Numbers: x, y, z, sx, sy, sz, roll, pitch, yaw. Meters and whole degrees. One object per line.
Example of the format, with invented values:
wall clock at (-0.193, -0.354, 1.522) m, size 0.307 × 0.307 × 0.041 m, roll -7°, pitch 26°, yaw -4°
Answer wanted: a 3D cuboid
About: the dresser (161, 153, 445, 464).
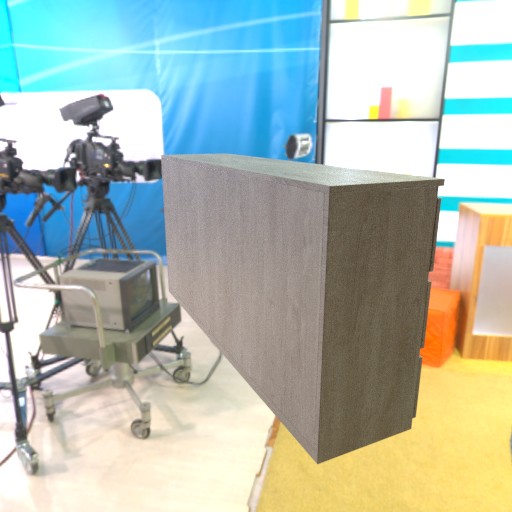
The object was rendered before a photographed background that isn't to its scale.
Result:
dresser at (0.000, 0.000, 1.929) m, size 0.390 × 0.795 × 1.590 m, roll -8°, pitch 17°, yaw -25°
